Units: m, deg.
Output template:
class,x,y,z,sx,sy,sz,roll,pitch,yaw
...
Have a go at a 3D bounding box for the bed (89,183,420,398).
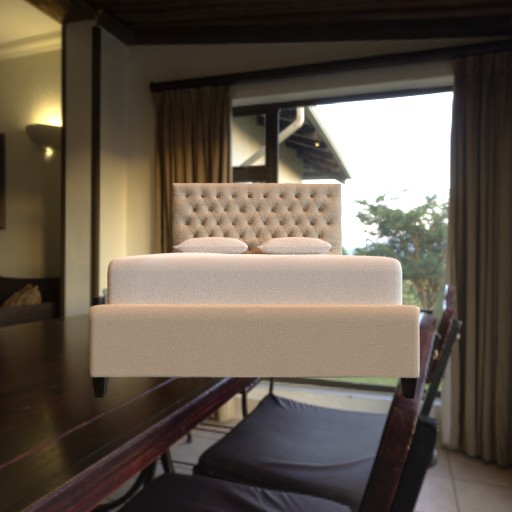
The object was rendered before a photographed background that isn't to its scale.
class,x,y,z,sx,sy,sz,roll,pitch,yaw
bed,0.000,0.000,3.329,1.696,1.426,2.233,0,0,1
